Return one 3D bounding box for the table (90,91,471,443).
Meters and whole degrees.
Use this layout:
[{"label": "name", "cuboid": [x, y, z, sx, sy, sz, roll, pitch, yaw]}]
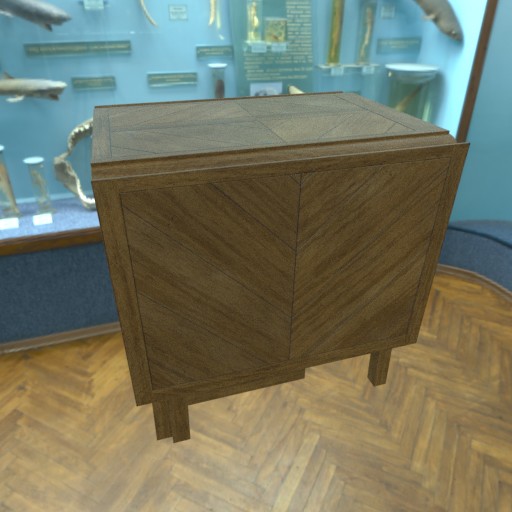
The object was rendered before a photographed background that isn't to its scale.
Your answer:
[{"label": "table", "cuboid": [0.000, 0.000, 1.254, 0.746, 0.763, 0.591, -9, 32, -14]}]
